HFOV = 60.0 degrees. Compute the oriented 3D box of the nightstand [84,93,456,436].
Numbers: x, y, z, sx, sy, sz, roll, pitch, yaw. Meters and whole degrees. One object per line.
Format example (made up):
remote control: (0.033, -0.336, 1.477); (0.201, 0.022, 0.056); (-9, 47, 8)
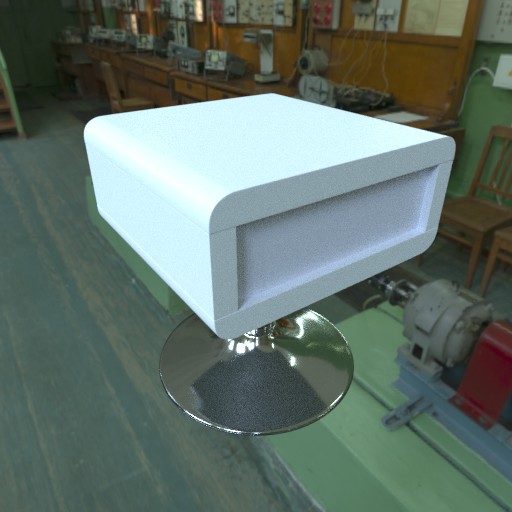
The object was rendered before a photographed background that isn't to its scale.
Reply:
nightstand: (0.000, 0.000, 0.762); (0.399, 0.447, 0.404); (-20, 35, -30)
